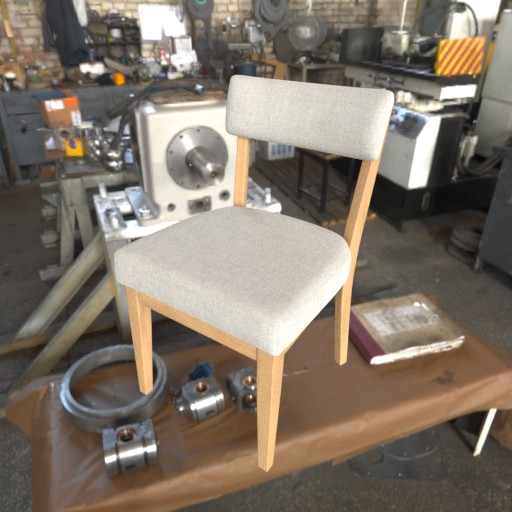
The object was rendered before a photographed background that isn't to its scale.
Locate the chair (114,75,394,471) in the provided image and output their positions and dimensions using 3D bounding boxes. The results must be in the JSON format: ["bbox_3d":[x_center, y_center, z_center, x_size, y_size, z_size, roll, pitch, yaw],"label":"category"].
[{"bbox_3d":[0.000,0.000,1.197,0.508,0.832,0.572,19,35,30],"label":"chair"}]
